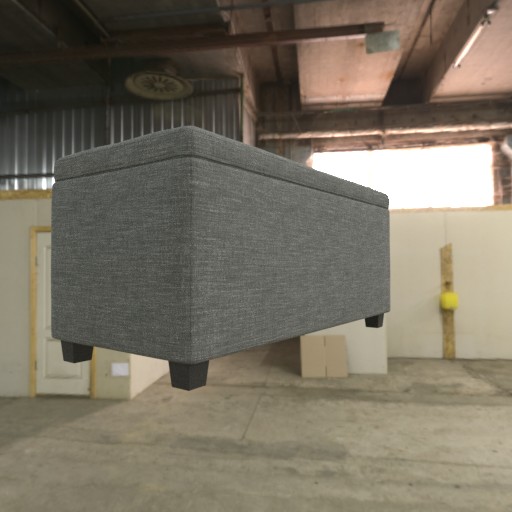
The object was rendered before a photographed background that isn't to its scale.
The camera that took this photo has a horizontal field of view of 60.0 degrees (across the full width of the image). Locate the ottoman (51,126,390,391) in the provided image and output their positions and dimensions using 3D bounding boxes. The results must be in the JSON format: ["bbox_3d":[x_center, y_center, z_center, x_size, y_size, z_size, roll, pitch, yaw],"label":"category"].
[{"bbox_3d":[0.000,0.000,1.138,0.419,0.432,0.902,0,-1,36],"label":"ottoman"}]
